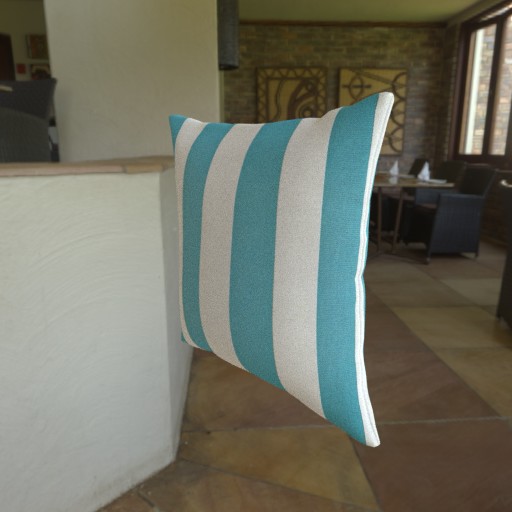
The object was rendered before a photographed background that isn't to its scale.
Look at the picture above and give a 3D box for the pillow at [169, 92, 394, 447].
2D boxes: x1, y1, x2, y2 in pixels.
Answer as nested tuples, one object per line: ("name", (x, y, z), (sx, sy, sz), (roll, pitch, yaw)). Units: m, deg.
("pillow", (0.000, 0.000, 0.812), (0.189, 0.526, 0.536), (-13, 19, -43))
